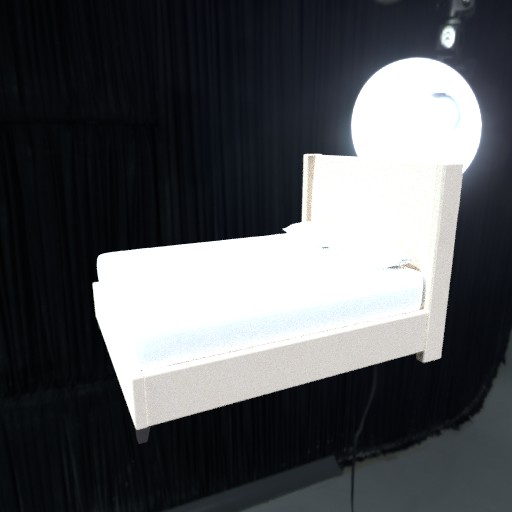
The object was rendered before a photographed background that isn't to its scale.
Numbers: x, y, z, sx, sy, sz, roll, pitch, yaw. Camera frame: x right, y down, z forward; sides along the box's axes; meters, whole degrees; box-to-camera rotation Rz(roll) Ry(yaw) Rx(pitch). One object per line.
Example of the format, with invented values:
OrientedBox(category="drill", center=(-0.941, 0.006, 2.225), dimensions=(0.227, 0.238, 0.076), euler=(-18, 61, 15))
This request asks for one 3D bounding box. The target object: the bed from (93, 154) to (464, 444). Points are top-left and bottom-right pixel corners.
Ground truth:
OrientedBox(category="bed", center=(0.000, 0.000, 3.477), dimensions=(2.293, 1.471, 1.778), euler=(-7, 17, -25))
